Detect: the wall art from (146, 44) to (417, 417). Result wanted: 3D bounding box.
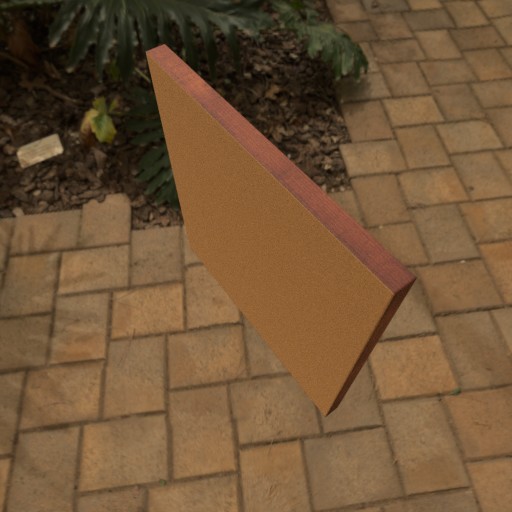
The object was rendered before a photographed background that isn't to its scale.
[{"bbox_3d":[0.000,0.000,0.848,0.037,0.572,0.554,-32,63,-19],"label":"wall art"}]
